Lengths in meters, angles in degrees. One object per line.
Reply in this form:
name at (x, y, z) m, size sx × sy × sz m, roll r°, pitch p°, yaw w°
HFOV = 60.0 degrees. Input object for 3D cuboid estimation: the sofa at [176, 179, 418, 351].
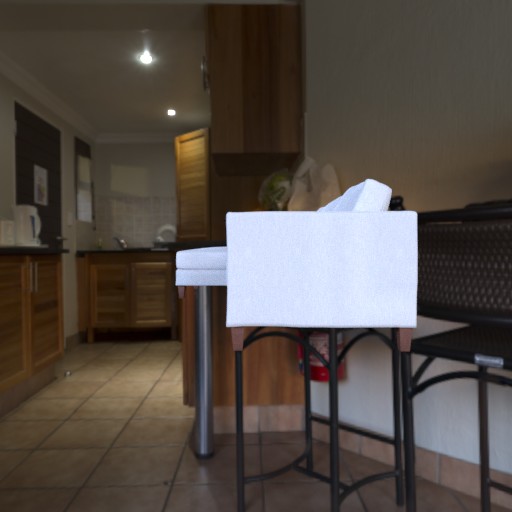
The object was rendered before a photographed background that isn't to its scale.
sofa at (0.000, 0.000, 3.727) m, size 1.625 × 0.861 × 3.186 m, roll 0°, pitch 1°, yaw 1°
